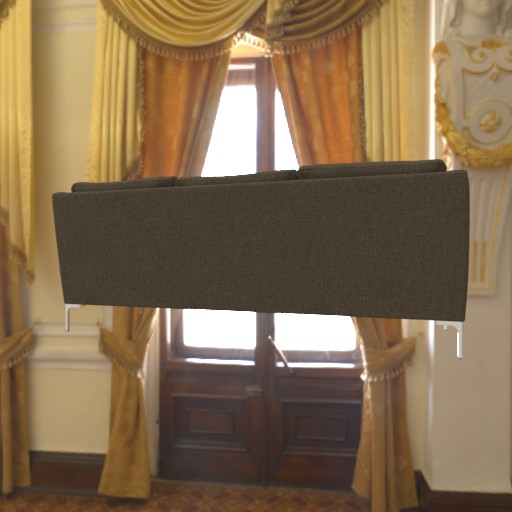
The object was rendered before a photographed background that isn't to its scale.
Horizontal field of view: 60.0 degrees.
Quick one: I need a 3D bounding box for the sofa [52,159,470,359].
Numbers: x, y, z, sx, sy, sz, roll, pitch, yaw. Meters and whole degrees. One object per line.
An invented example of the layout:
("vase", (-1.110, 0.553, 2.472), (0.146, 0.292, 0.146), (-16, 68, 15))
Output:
("sofa", (0.000, 0.000, 2.444), (2.060, 0.837, 0.849), (0, 0, 19))
